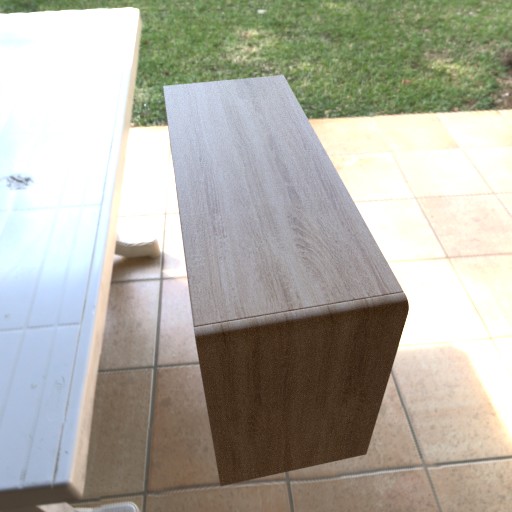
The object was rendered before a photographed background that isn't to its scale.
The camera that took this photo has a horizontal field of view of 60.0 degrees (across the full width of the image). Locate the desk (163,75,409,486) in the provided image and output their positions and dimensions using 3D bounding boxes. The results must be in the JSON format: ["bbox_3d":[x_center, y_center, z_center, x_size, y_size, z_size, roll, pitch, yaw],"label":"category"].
[{"bbox_3d":[0.000,0.000,1.647,0.500,0.750,1.300,-8,47,-8],"label":"desk"}]
